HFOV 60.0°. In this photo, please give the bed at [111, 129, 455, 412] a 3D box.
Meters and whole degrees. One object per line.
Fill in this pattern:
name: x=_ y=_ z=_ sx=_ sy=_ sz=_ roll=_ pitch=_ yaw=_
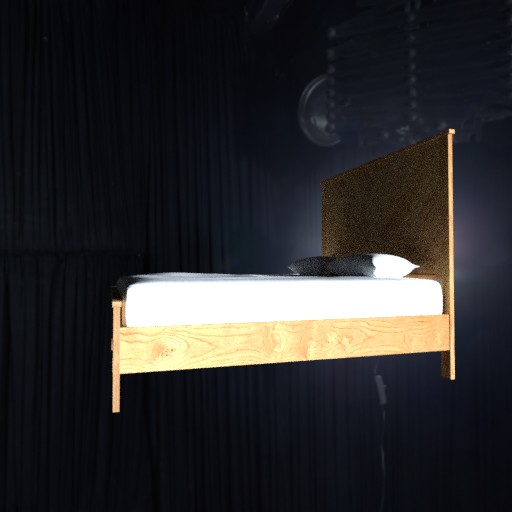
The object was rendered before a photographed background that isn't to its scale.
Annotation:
bed: x=0.000 y=0.000 z=3.563 sx=2.201 sy=1.686 sz=1.936 roll=0 pitch=-2 yaw=-18
